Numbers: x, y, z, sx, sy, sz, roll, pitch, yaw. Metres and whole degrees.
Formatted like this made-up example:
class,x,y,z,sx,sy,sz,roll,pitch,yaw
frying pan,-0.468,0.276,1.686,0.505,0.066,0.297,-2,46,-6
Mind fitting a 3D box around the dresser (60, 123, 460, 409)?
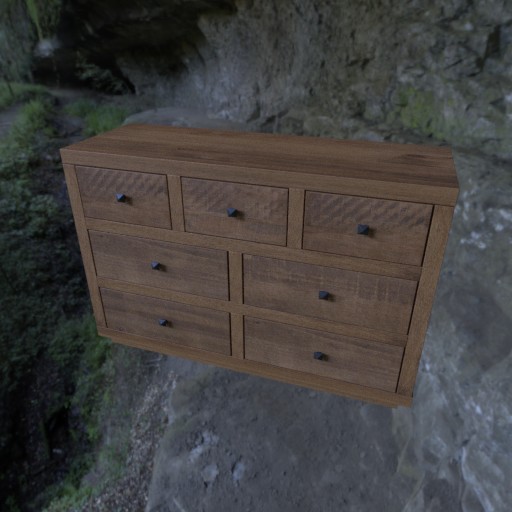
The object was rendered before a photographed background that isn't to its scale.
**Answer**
class,x,y,z,sx,sy,sz,roll,pitch,yaw
dresser,0.000,0.000,1.697,1.261,0.825,0.479,9,30,16
